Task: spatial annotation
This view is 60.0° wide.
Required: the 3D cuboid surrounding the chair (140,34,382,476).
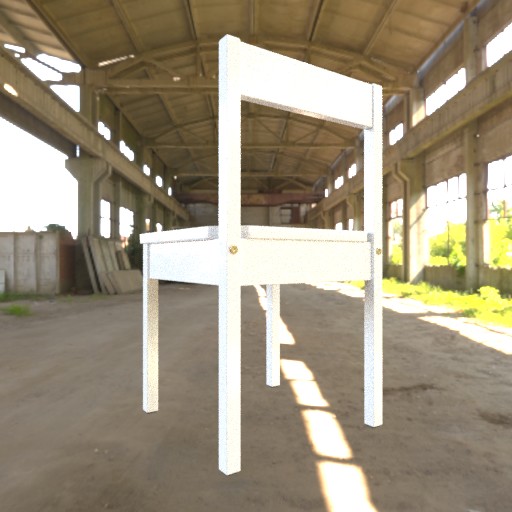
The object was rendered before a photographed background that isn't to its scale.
[{"bbox_3d":[0.000,0.000,0.913,0.367,0.668,0.361,0,0,-35],"label":"chair"}]
